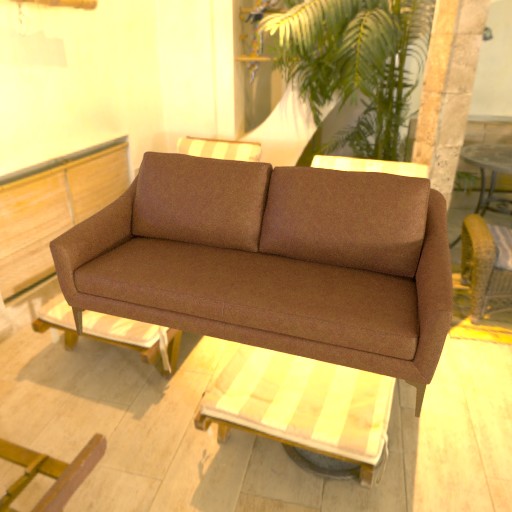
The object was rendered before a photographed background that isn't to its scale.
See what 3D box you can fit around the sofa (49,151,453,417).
[{"bbox_3d":[0.000,0.000,2.531,2.036,0.945,0.981,9,28,17],"label":"sofa"}]
